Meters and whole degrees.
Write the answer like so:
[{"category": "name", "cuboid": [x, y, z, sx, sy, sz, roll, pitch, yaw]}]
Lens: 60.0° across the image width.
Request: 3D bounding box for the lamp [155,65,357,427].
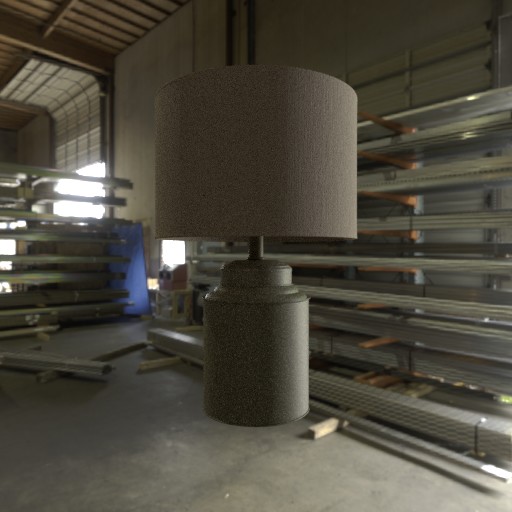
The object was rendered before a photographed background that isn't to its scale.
[{"category": "lamp", "cuboid": [0.000, 0.000, 0.714, 0.318, 0.486, 0.318, 0, 0, 0]}]
